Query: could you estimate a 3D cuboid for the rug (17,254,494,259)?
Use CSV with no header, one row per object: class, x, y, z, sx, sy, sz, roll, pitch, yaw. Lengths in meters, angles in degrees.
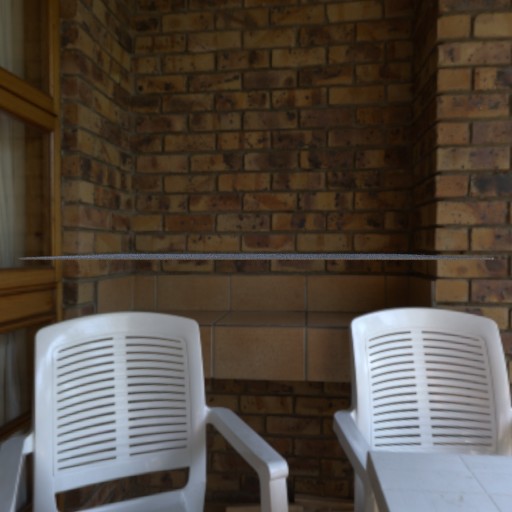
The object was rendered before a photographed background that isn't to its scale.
rug,0.000,0.000,2.872,2.235,0.008,1.600,0,1,1
